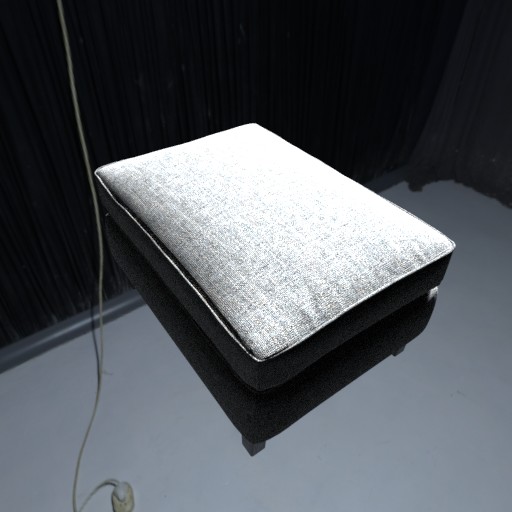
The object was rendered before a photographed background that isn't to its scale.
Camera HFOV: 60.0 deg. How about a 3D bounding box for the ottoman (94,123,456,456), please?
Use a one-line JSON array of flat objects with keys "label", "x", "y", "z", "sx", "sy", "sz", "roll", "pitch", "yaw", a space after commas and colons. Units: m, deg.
[{"label": "ottoman", "x": 0.000, "y": 0.000, "z": 1.018, "sx": 0.508, "sy": 0.406, "sz": 0.686, "roll": -25, "pitch": 46, "yaw": -26}]
